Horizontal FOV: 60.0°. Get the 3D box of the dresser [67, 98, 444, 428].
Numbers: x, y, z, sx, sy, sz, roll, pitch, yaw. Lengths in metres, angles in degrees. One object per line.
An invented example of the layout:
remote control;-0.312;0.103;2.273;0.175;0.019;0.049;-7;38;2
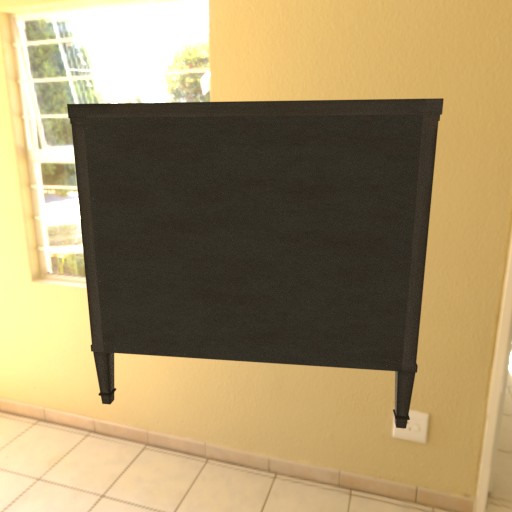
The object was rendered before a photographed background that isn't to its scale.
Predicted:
dresser;0.000;0.000;1.559;1.049;0.986;0.463;2;14;8
